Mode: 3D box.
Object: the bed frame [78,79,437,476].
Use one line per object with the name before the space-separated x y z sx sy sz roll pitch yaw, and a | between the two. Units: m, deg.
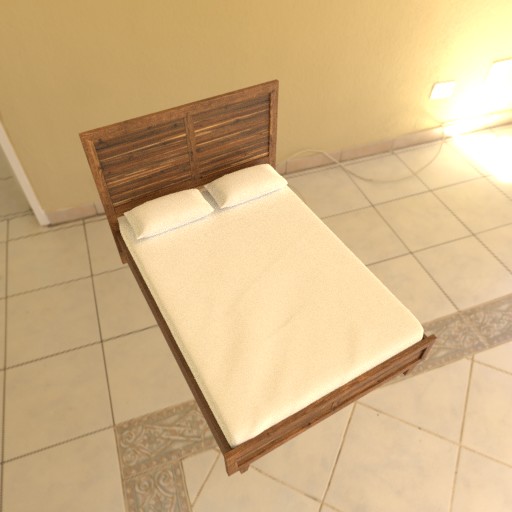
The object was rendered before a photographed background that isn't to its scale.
bed frame | 0.000 0.000 3.380 1.696 1.417 2.276 -23 52 -19
